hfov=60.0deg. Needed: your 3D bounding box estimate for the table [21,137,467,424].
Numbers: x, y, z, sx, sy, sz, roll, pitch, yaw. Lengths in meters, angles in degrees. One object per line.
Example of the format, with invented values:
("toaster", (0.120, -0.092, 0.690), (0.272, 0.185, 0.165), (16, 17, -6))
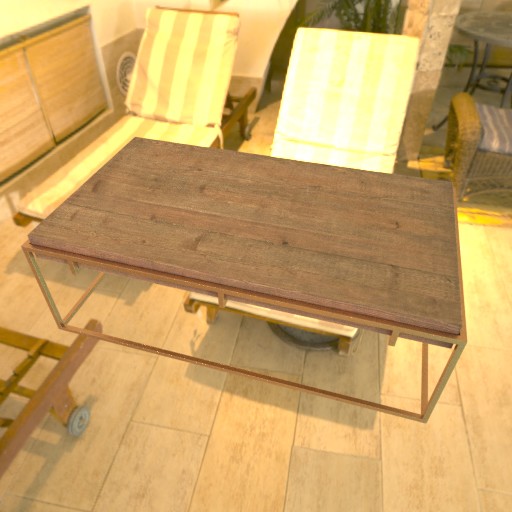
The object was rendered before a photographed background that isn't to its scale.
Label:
("table", (0.000, 0.000, 1.720), (1.387, 0.468, 0.775), (11, 42, 12))
